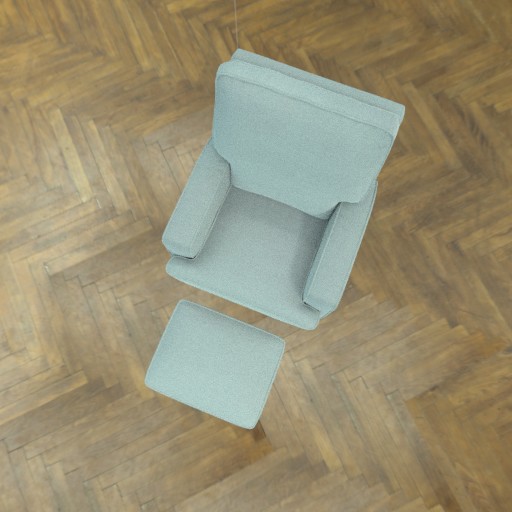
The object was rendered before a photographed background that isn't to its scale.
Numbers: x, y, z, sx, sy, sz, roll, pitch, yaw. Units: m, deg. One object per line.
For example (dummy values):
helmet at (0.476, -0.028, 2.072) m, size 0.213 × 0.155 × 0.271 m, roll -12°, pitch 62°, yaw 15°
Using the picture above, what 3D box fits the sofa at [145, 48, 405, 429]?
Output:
sofa at (0.000, 0.000, 2.033) m, size 0.861 × 0.959 × 1.472 m, roll 21°, pitch 78°, yaw 5°
